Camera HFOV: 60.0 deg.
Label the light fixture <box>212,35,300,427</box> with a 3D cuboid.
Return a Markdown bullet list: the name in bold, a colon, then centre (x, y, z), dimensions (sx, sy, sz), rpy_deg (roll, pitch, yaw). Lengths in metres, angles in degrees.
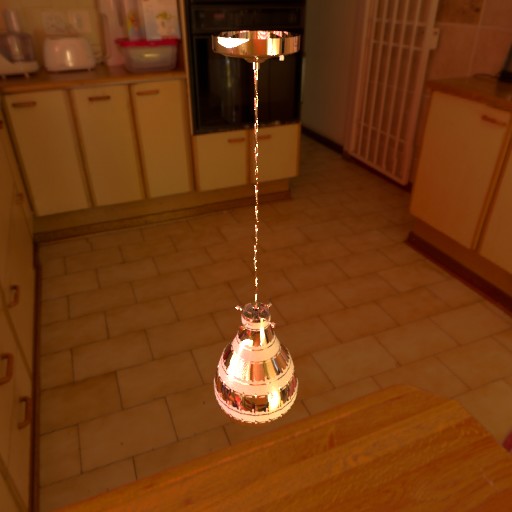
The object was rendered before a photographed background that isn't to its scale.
- **light fixture**: centre (0.000, 0.000, 1.626), dimensions (0.374, 1.457, 0.374), rpy_deg (22, 37, 31)
